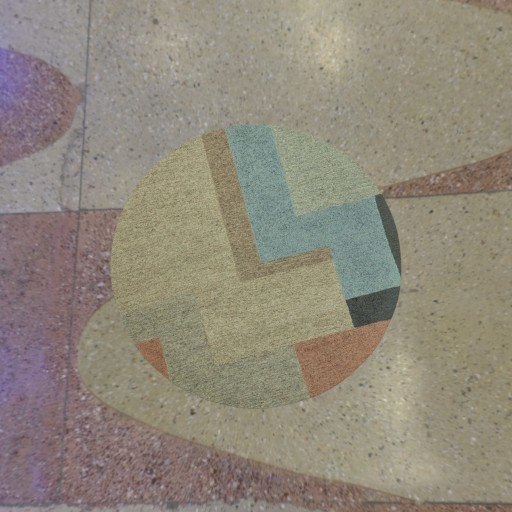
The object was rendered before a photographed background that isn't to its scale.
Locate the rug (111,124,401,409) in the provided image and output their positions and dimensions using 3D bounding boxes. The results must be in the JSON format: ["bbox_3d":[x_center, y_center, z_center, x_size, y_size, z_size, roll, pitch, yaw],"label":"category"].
[{"bbox_3d":[0.000,0.000,3.751,2.461,0.033,2.461,0,77,0],"label":"rug"}]
